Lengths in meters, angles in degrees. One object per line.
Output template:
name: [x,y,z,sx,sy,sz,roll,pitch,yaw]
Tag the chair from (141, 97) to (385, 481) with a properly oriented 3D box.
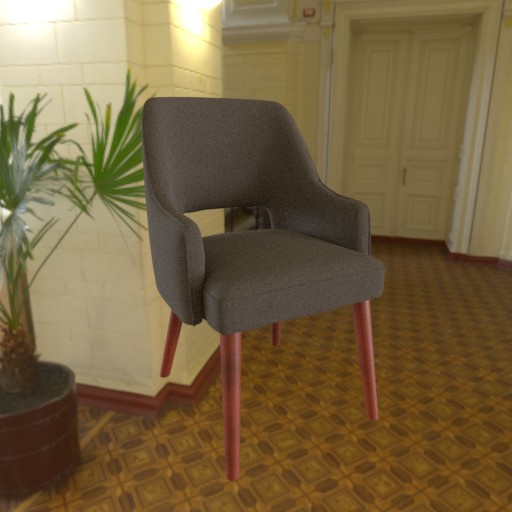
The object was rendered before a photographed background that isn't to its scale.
chair: [0.000,0.000,1.204,0.559,0.838,0.560,-9,19,-29]
